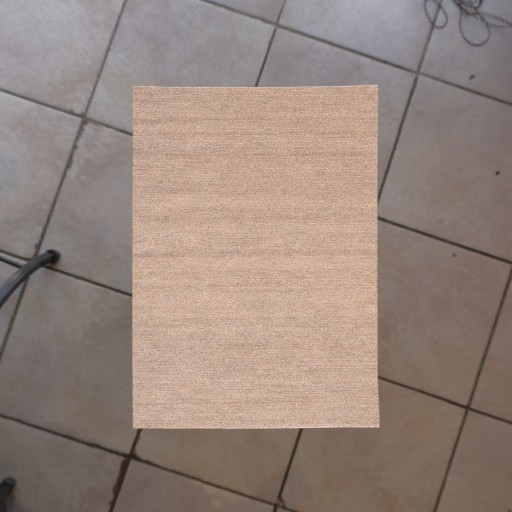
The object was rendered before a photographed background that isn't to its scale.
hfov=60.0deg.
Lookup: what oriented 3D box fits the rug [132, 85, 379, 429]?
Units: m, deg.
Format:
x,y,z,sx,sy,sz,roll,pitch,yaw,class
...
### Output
x,y,z,sx,sy,sz,roll,pitch,yaw,class
0.000,0.000,2.912,1.624,0.030,2.264,0,90,-1,rug
